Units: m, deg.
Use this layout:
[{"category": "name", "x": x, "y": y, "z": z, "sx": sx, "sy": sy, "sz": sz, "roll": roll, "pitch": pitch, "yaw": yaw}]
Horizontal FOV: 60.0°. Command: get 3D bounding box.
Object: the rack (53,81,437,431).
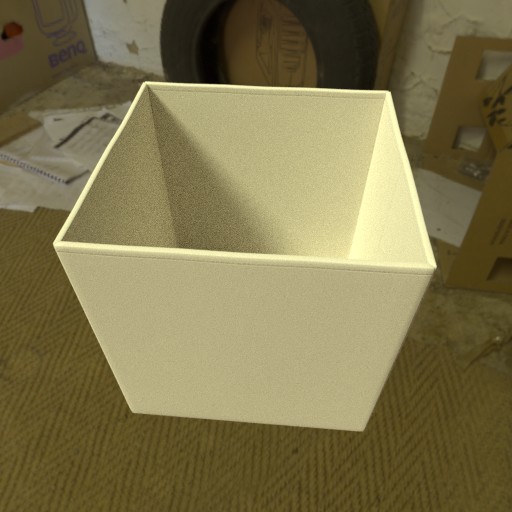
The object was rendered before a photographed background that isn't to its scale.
[{"category": "rack", "x": 0.000, "y": 0.000, "z": 0.494, "sx": 0.270, "sy": 0.280, "sz": 0.270, "roll": 3, "pitch": 47, "yaw": 3}]
